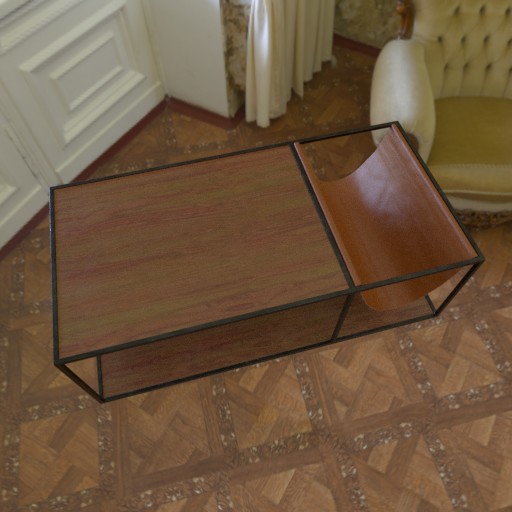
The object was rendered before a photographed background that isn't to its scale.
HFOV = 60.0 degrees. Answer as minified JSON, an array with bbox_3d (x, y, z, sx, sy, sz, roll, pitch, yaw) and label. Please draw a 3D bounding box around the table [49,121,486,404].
[{"bbox_3d":[0.000,0.000,1.502,1.199,0.403,0.597,-13,59,-8],"label":"table"}]
